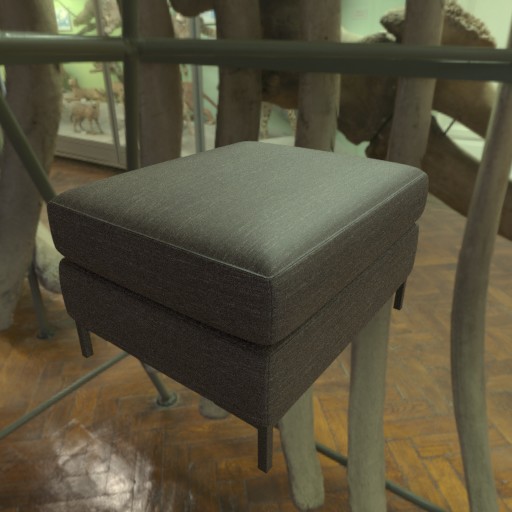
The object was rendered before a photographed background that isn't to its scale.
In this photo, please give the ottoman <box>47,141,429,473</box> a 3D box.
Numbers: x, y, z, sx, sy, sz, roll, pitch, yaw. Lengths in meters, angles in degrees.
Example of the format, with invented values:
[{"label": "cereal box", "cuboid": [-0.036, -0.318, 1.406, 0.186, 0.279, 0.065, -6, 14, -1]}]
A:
[{"label": "ottoman", "cuboid": [0.000, 0.000, 1.219, 0.671, 0.490, 0.820, 18, 31, 32]}]
